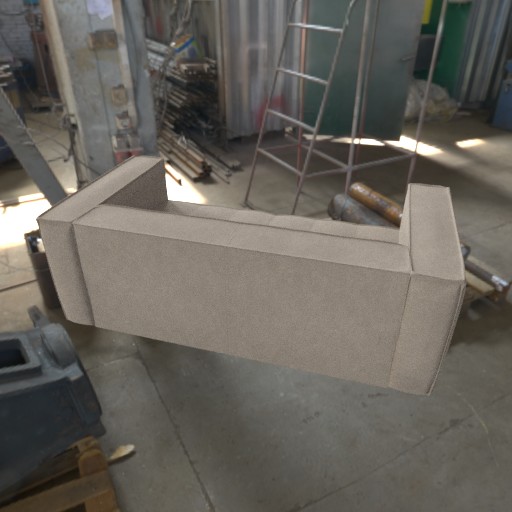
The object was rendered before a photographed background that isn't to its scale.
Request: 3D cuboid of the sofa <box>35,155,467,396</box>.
[{"bbox_3d":[0.000,0.000,2.476,1.995,0.680,1.038,9,32,14],"label":"sofa"}]
